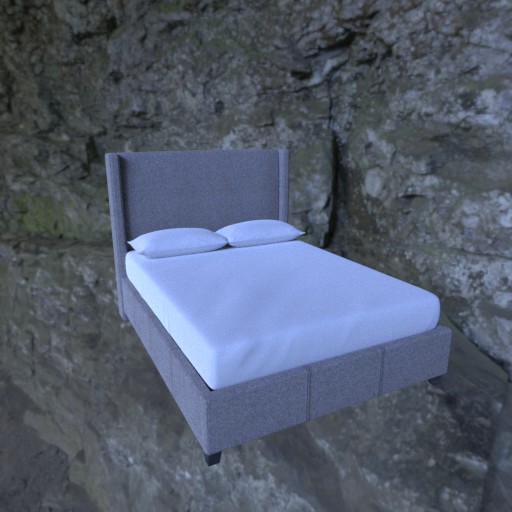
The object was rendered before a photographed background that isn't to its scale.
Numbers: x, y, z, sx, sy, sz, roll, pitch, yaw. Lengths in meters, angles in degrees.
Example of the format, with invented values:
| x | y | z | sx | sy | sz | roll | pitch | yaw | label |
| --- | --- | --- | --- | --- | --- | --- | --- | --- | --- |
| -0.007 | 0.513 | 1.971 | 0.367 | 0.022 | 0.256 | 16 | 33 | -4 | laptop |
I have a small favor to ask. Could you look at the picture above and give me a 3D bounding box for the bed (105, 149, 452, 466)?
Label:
| x | y | z | sx | sy | sz | roll | pitch | yaw | label |
| --- | --- | --- | --- | --- | --- | --- | --- | --- | --- |
| 0.000 | 0.000 | 3.352 | 1.714 | 1.476 | 2.245 | -8 | 18 | -26 | bed |
